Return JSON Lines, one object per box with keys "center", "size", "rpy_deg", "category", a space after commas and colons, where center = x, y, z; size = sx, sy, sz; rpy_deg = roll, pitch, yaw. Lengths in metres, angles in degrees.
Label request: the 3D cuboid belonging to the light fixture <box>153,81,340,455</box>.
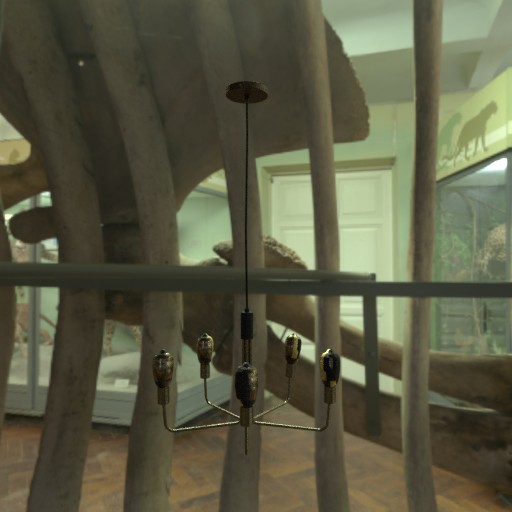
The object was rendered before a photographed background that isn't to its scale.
{"center": [0.000, 0.000, 1.411], "size": [0.532, 1.059, 0.588], "rpy_deg": [0, -1, 17], "category": "light fixture"}
